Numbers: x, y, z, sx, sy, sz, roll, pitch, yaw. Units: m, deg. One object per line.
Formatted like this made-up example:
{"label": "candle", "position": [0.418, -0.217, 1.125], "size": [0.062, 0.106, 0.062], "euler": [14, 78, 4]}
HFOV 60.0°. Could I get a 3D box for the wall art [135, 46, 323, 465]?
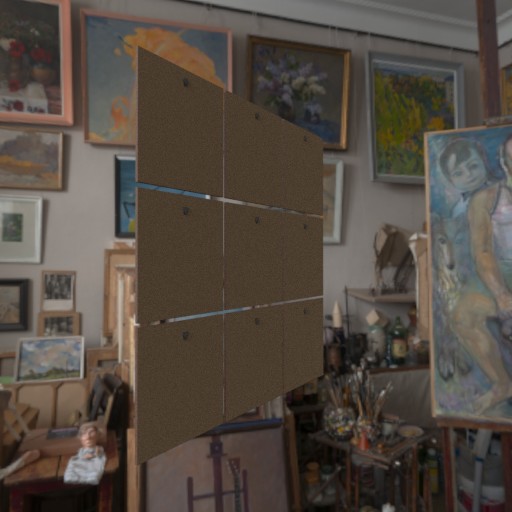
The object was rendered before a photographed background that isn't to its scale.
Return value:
{"label": "wall art", "position": [0.000, 0.000, 2.249], "size": [0.019, 1.532, 1.533], "euler": [0, 0, 35]}
